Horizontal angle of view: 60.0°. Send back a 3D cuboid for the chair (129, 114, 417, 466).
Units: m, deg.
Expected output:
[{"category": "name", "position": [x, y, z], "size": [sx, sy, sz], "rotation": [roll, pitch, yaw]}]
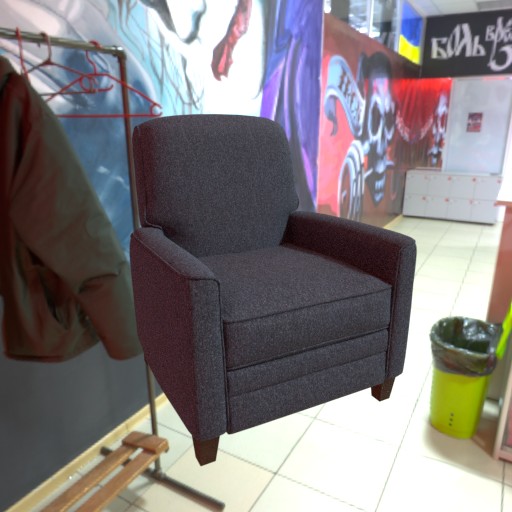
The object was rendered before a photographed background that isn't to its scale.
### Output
[{"category": "chair", "position": [0.000, 0.000, 1.646], "size": [0.839, 1.016, 0.850], "rotation": [-8, 19, -26]}]
